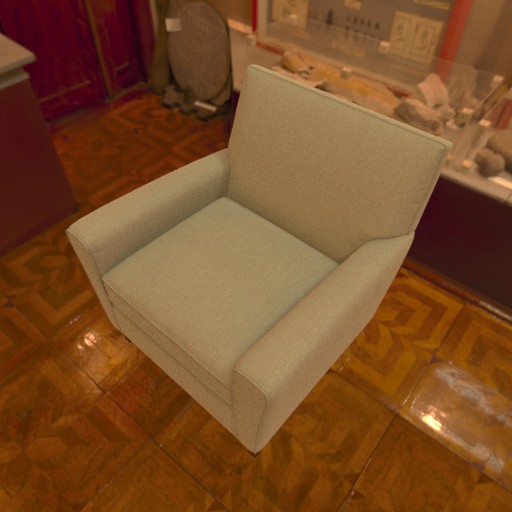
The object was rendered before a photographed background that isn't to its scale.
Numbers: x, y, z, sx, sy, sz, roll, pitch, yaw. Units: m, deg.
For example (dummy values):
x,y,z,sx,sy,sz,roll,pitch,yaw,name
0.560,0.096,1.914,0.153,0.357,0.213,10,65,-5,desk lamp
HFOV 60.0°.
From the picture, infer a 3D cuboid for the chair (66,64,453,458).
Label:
x,y,z,sx,sy,sz,roll,pitch,yaw,name
0.000,0.000,1.536,0.840,0.846,0.871,33,56,26,chair
